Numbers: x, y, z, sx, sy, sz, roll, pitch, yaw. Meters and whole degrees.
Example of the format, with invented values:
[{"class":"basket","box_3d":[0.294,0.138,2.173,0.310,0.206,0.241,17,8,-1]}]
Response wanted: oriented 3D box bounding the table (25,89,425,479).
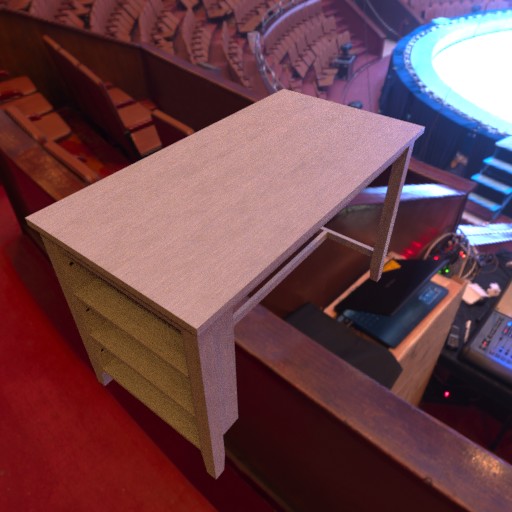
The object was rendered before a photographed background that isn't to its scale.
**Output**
[{"class":"table","box_3d":[0.000,0.000,1.908,0.729,0.874,1.397,27,47,28]}]
